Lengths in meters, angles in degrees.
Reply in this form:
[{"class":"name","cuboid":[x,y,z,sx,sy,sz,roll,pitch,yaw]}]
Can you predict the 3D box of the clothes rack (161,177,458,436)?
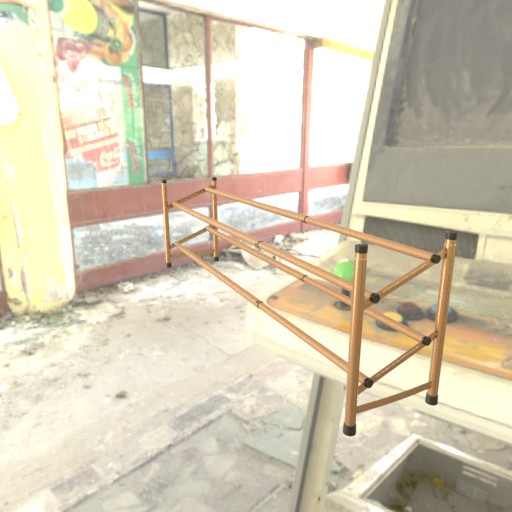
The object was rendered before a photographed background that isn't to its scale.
[{"class":"clothes rack","cuboid":[0.000,0.000,1.286,0.229,0.349,1.168,-8,17,-26]}]
